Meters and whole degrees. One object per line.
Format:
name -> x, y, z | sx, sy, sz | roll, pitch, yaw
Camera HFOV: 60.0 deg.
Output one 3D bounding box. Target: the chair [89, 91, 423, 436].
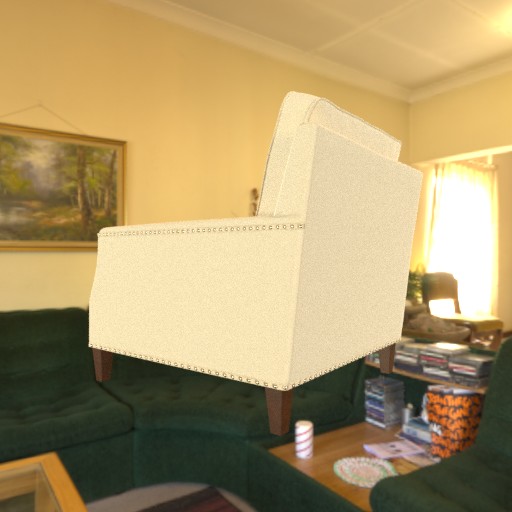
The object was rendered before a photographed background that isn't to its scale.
chair -> 0.000, 0.000, 1.717 | 1.014, 0.943, 0.853 | 0, 0, 38
